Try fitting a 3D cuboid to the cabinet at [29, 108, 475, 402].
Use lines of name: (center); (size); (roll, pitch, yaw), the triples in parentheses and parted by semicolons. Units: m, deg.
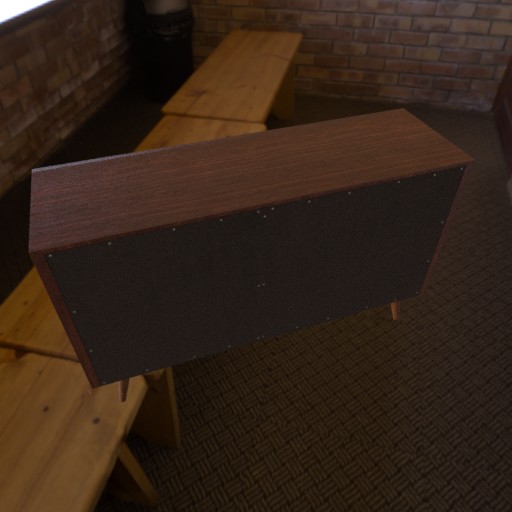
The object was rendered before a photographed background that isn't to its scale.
cabinet: (0.000, 0.000, 1.971); (1.575, 0.940, 0.505); (-13, 44, -14)
